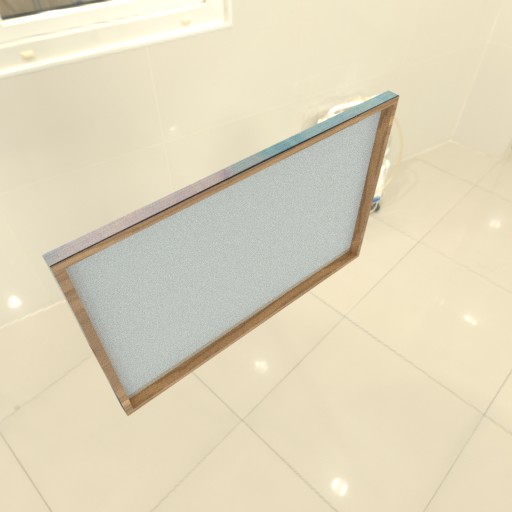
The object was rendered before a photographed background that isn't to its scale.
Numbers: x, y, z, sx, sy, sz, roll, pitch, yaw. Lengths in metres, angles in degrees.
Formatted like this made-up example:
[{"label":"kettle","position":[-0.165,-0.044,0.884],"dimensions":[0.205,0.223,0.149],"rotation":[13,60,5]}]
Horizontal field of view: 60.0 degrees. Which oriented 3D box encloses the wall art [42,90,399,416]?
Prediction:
[{"label":"wall art","position":[0.000,0.000,1.161],"dimensions":[0.911,0.605,0.037],"rotation":[-31,55,-25]}]
